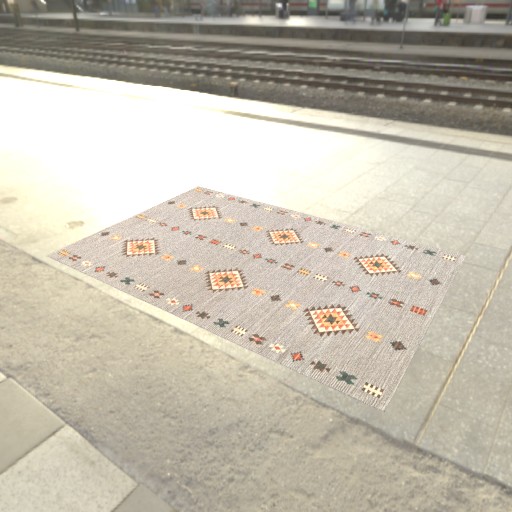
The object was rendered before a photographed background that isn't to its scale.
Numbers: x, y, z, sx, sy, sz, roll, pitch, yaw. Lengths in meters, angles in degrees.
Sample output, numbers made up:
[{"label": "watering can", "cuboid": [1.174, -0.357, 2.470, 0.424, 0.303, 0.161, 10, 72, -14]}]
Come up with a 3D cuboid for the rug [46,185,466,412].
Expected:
[{"label": "rug", "cuboid": [0.000, 0.000, 2.310, 1.818, 0.005, 1.217, 19, 35, 29]}]
